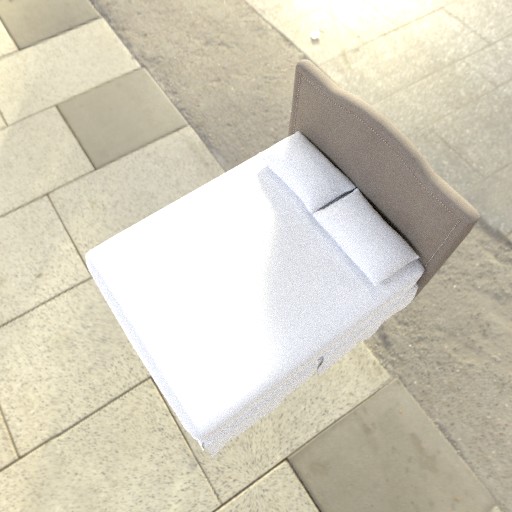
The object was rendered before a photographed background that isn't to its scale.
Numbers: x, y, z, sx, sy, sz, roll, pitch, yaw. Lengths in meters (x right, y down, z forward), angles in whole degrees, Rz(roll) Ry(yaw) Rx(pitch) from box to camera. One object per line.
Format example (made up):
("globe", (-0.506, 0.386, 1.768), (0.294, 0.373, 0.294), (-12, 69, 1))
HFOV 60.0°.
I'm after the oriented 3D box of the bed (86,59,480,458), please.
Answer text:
("bed", (0.000, 0.000, 3.202), (2.128, 1.441, 1.744), (-33, 68, -15))
